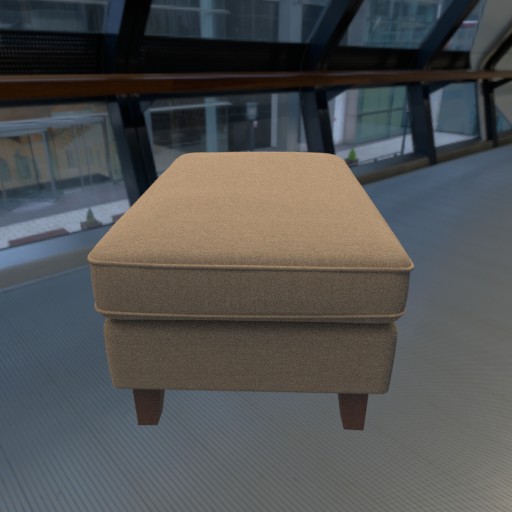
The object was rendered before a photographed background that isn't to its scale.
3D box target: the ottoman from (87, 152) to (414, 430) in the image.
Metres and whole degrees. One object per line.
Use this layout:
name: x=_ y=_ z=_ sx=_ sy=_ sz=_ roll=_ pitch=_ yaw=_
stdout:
ottoman: x=0.000 y=0.000 z=1.313 sx=0.636 sy=0.521 sz=0.945 roll=1 pitch=24 yaw=2
